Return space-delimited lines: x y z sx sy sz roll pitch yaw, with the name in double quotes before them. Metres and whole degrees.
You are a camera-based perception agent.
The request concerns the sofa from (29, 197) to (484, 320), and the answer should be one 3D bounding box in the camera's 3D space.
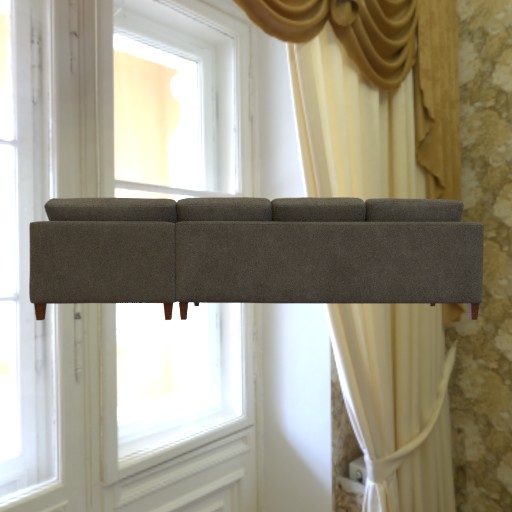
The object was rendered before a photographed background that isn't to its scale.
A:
"sofa" 0.000 0.000 4.113 3.471 0.950 1.604 0 1 0
